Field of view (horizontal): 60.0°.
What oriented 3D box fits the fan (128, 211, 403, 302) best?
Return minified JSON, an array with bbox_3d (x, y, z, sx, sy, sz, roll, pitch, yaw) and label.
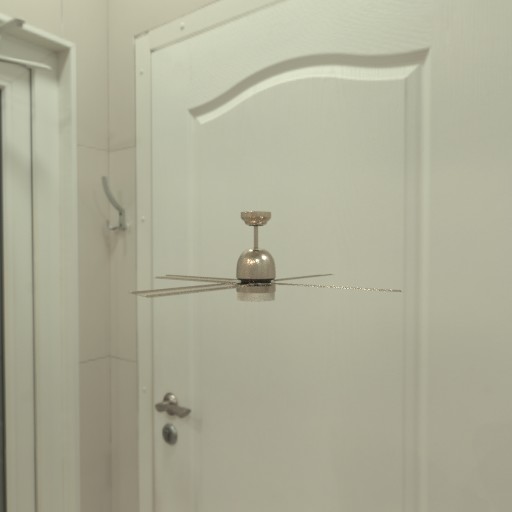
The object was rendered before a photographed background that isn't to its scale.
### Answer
[{"bbox_3d":[0.000,0.000,2.074,1.346,0.406,1.346,1,2,36],"label":"fan"}]
